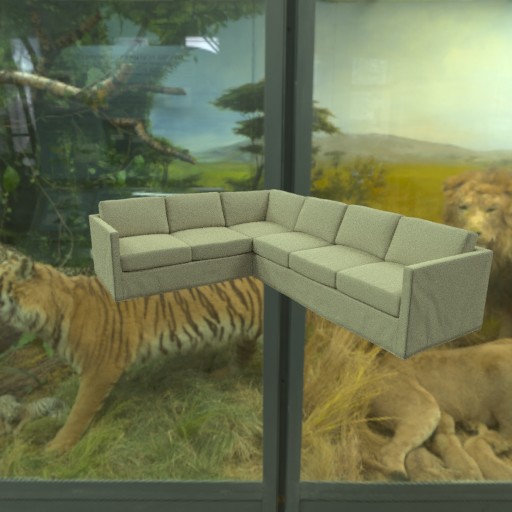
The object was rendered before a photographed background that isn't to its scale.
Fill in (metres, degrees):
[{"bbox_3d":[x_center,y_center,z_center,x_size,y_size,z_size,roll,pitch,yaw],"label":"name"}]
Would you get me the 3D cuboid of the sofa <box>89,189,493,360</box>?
[{"bbox_3d":[0.000,0.000,4.221,2.432,0.871,3.182,-9,18,-29],"label":"sofa"}]
